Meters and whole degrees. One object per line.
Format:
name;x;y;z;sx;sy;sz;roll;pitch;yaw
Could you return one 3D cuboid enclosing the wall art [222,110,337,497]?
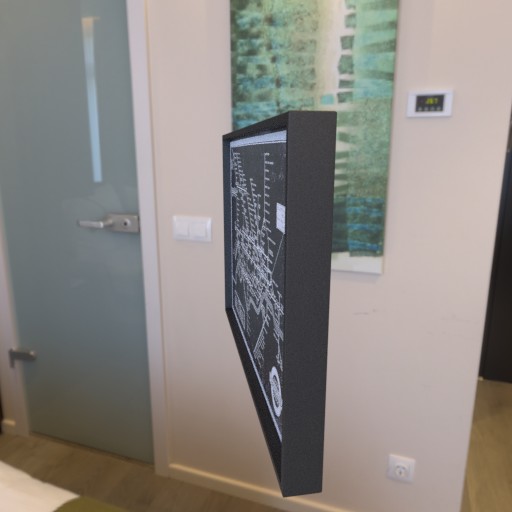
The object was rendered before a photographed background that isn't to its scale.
wall art;0.000;0.000;0.820;0.051;0.456;0.671;-2;13;-10
